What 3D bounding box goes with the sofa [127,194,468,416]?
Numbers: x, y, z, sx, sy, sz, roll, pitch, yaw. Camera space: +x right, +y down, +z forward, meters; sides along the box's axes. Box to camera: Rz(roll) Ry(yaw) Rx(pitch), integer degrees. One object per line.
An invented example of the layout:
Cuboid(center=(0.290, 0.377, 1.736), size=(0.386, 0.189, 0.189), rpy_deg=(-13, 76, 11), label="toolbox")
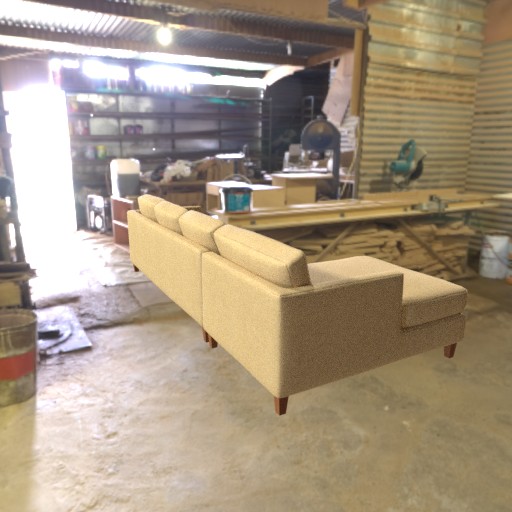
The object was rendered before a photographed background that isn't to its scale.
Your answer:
Cuboid(center=(0.000, 0.000, 3.865), size=(1.502, 0.876, 3.201), rpy_deg=(-8, 16, -28), label="sofa")
